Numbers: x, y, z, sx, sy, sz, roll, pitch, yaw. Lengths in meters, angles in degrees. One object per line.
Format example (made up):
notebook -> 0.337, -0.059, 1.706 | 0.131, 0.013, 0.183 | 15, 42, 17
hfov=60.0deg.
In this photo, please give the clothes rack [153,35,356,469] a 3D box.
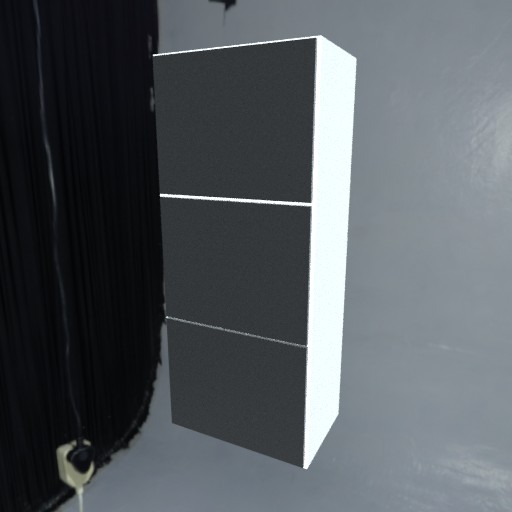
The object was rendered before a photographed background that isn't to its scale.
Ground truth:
clothes rack -> 0.000, 0.000, 1.423 | 0.500, 1.187, 0.330 | 7, 16, 26
